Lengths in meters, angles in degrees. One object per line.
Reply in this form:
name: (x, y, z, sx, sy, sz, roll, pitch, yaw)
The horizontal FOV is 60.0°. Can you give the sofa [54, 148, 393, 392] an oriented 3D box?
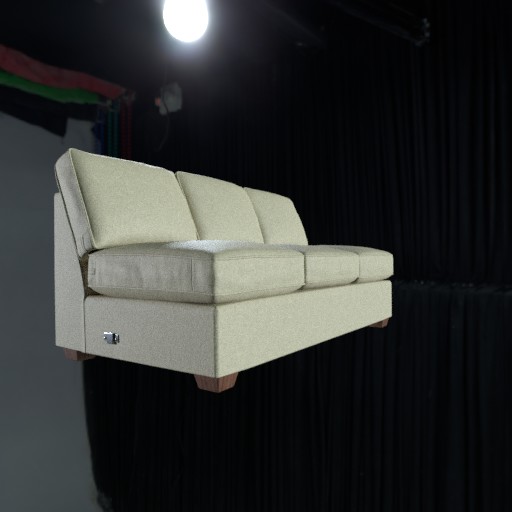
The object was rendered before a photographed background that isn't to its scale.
sofa: (0.000, 0.000, 2.570, 1.027, 0.973, 1.962, 0, 0, 35)
